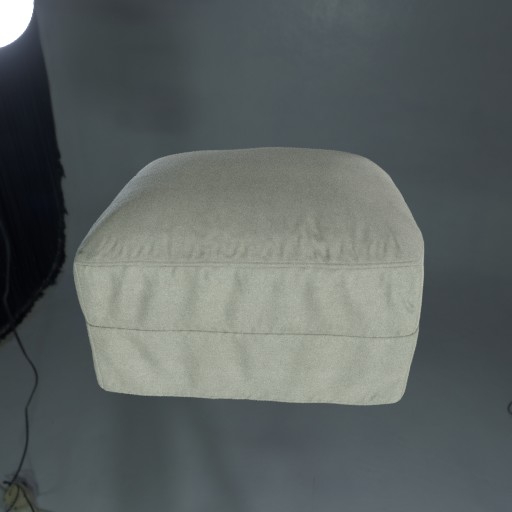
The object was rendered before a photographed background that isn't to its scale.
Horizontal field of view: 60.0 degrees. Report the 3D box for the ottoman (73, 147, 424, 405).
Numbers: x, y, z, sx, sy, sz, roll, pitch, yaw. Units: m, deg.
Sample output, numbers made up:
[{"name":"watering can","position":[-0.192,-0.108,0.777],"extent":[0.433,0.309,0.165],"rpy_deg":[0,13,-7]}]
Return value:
[{"name":"ottoman","position":[0.000,0.000,1.102],"extent":[0.712,0.480,0.584],"rpy_deg":[2,30,4]}]
